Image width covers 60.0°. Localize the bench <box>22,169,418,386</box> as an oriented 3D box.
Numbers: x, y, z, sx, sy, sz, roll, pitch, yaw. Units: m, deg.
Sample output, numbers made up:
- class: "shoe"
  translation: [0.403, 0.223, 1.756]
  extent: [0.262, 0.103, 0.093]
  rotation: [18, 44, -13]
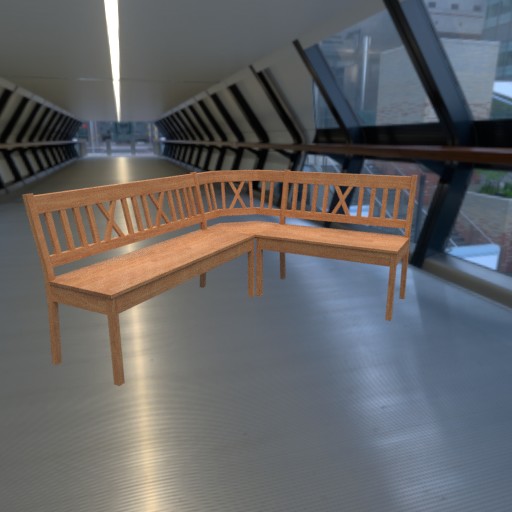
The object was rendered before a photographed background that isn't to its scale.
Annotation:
- class: "bench"
  translation: [0.000, 0.000, 2.745]
  extent: [1.537, 0.902, 1.937]
  rotation: [8, 18, 27]
